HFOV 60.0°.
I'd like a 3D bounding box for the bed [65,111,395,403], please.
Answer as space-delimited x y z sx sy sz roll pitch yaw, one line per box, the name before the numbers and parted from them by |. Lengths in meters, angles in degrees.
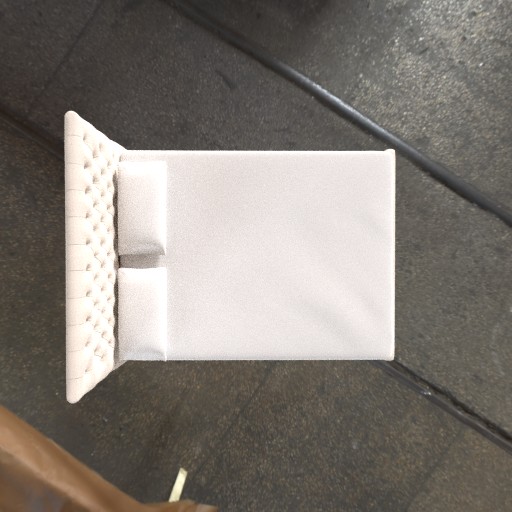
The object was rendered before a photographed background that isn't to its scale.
bed | 0.000 0.000 3.253 2.233 1.426 1.696 0 91 -1
